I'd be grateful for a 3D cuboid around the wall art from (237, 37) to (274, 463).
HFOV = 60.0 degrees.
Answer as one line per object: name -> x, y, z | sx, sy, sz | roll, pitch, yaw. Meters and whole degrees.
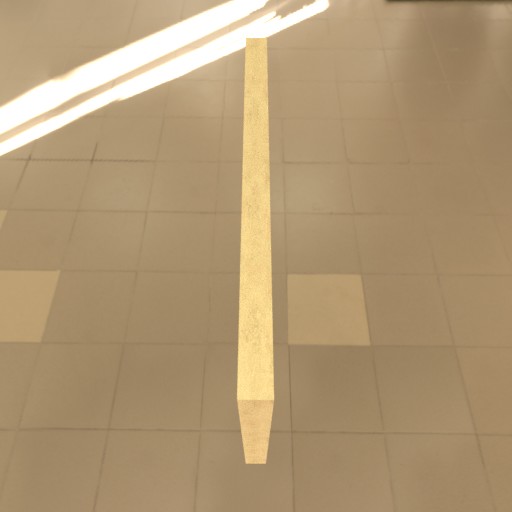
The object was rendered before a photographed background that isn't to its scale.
wall art -> 0.000, 0.000, 0.680 | 0.032, 0.380, 0.532 | 0, 57, 0
